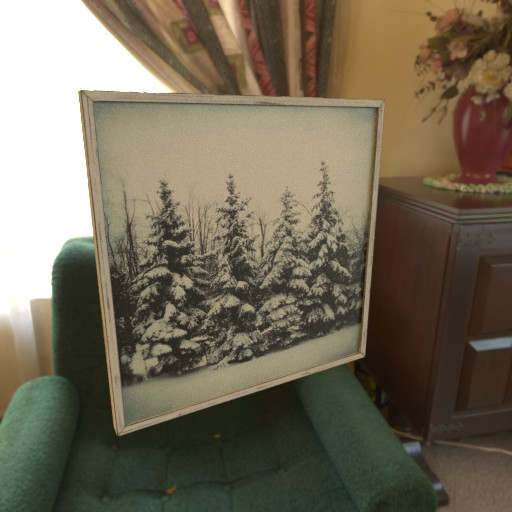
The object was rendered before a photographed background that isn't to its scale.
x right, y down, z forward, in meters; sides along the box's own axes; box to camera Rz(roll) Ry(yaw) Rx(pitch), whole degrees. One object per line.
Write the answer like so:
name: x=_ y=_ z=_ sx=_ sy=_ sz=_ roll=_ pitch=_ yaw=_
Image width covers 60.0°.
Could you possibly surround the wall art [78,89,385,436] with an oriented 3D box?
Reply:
wall art: x=0.000 y=0.000 z=1.118 sx=0.761 sy=0.761 sz=0.037 roll=-9 pitch=19 yaw=-28
